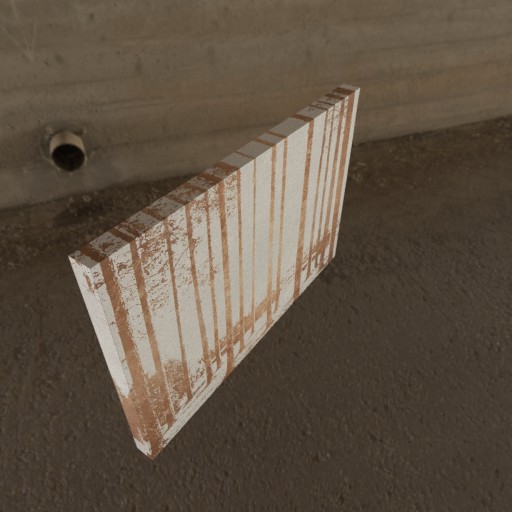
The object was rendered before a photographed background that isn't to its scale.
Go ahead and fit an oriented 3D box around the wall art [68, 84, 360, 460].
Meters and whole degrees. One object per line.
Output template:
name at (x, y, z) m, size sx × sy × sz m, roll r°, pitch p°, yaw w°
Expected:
wall art at (0.000, 0.000, 0.762) m, size 0.035 × 0.405 × 0.609 m, roll 25°, pitch 46°, yaw 26°
